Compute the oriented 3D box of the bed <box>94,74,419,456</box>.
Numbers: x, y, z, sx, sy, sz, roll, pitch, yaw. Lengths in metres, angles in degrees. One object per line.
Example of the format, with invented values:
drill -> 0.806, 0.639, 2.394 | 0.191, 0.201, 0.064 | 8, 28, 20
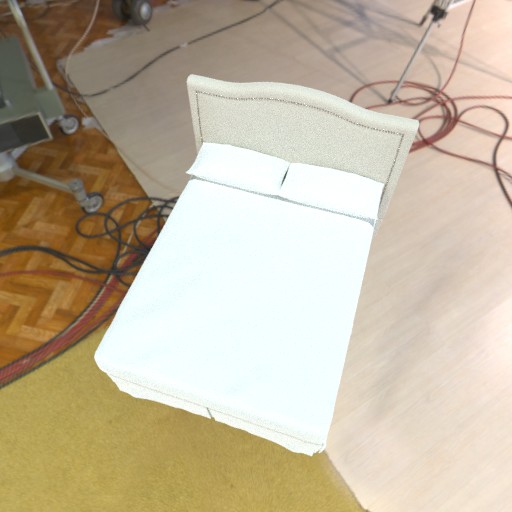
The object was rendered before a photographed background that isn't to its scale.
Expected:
bed -> 0.000, 0.000, 3.252 | 1.753, 1.460, 2.143 | 15, 58, 10
